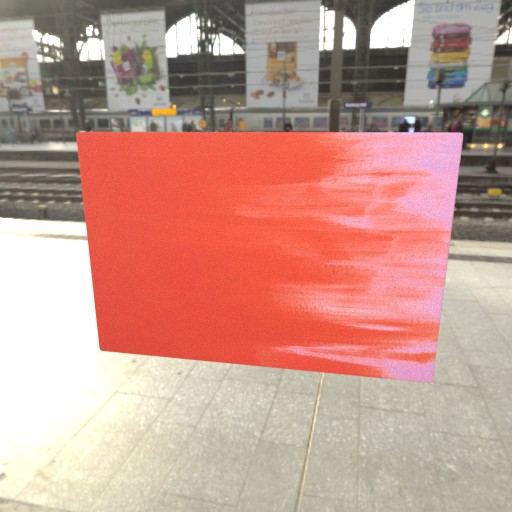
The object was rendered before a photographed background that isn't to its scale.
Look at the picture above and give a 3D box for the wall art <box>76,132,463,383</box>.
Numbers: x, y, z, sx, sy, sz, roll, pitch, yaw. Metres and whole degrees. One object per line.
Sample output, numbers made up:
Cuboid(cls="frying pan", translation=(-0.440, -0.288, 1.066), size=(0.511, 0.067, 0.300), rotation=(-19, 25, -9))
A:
Cuboid(cls="wall art", translation=(0.000, 0.000, 1.133), size=(0.913, 0.609, 0.040), rotation=(3, 16, 10))
